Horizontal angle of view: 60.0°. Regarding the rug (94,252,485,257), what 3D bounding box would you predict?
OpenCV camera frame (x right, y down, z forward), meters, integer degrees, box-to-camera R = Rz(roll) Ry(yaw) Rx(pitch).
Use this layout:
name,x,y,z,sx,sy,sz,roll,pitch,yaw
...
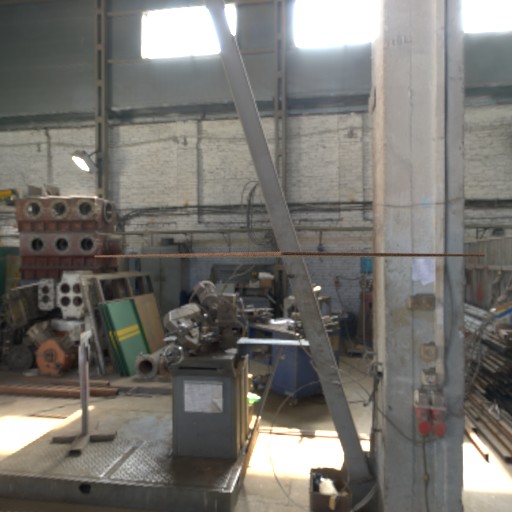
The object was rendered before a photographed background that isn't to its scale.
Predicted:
name,x,y,z,sx,sy,sz,roll,pitch,yaw
rug,0.000,0.000,3.116,1.524,0.014,2.438,0,0,-36
